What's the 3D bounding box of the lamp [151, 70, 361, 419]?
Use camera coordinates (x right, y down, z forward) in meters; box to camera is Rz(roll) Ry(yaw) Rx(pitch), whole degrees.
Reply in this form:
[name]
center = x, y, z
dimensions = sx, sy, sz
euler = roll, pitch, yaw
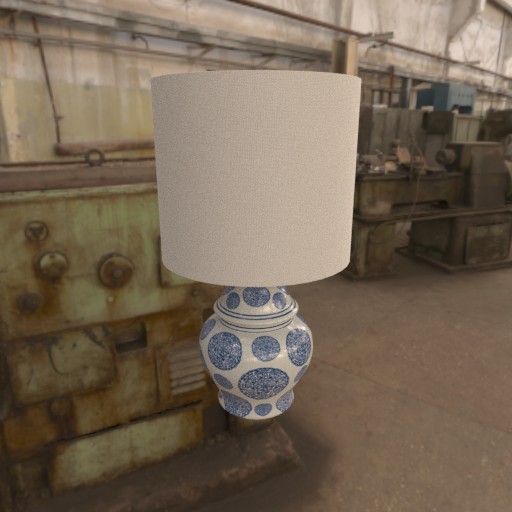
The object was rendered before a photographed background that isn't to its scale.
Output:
[lamp]
center = 0.000, 0.000, 0.518
dimensions = 0.215, 0.381, 0.215
euler = 16, 23, 42
